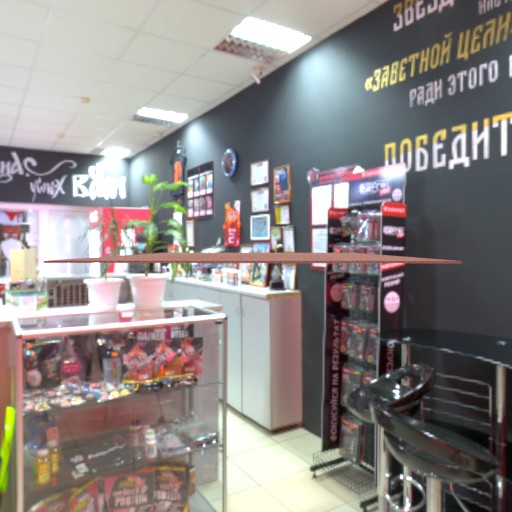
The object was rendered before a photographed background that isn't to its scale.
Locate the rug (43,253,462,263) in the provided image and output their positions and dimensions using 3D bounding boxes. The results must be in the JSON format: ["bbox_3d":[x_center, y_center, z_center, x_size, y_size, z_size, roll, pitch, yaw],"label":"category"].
[{"bbox_3d":[0.000,0.000,3.475,2.073,0.011,2.584,0,1,1],"label":"rug"}]
